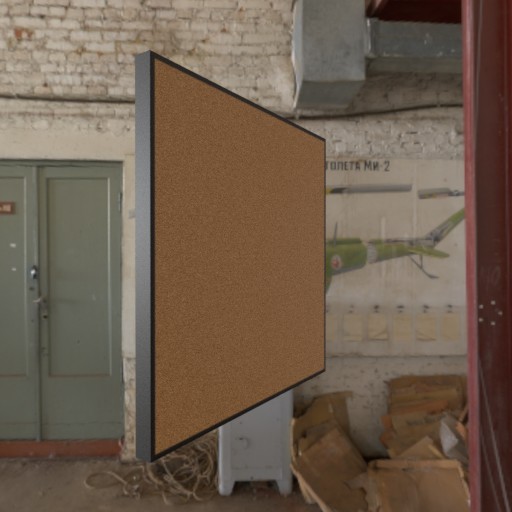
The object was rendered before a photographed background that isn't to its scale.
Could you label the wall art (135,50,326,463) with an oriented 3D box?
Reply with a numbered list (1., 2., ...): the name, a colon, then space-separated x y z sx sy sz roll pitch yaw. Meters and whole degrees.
1. wall art: 0.000 0.000 0.769 0.028 0.511 0.513 0 0 34
